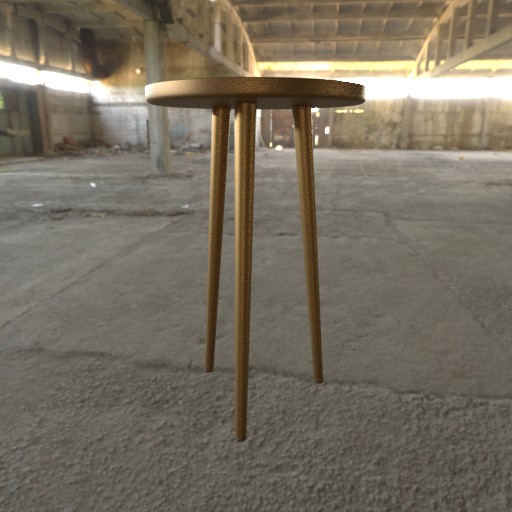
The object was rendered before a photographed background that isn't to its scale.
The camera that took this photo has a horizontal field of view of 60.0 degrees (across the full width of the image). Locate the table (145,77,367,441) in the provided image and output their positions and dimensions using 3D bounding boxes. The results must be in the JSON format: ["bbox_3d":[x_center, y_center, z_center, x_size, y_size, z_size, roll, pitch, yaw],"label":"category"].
[{"bbox_3d":[0.000,0.000,0.679,0.299,0.480,0.299,2,16,8],"label":"table"}]
